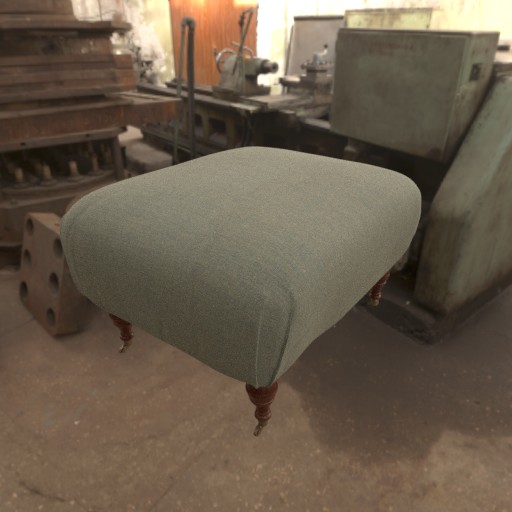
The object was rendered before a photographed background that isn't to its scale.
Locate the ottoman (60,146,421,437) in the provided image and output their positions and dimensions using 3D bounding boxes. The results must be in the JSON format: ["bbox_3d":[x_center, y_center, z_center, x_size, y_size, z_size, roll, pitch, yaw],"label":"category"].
[{"bbox_3d":[0.000,0.000,1.146,0.622,0.450,0.747,19,33,32],"label":"ottoman"}]
